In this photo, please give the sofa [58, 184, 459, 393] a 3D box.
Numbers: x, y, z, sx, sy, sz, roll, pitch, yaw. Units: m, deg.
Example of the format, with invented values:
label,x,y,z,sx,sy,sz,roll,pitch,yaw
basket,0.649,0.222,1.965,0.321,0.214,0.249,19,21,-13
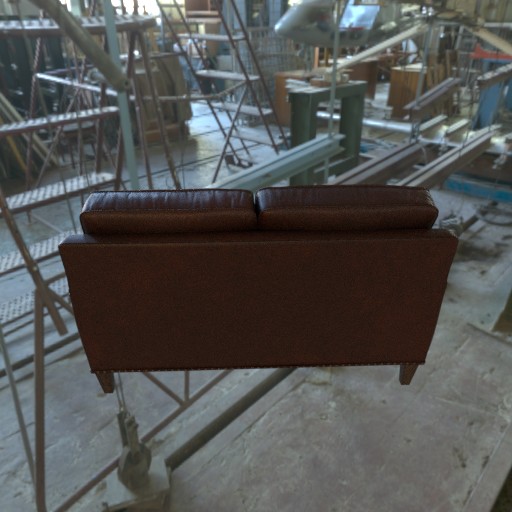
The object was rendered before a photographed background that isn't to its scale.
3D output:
label,x,y,z,sx,sy,sz,roll,pitch,yaw
sofa,0.000,0.000,2.279,1.628,1.003,1.083,-1,29,-2
